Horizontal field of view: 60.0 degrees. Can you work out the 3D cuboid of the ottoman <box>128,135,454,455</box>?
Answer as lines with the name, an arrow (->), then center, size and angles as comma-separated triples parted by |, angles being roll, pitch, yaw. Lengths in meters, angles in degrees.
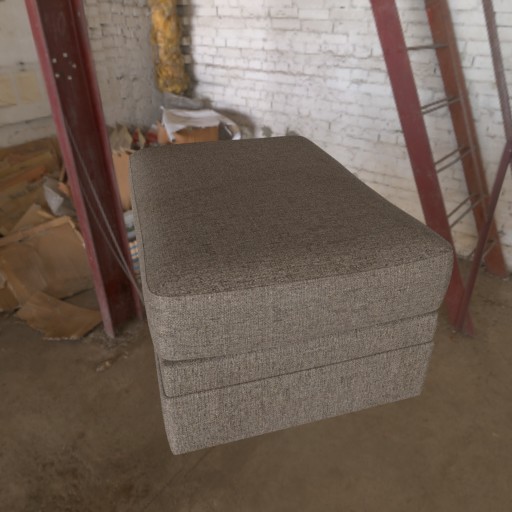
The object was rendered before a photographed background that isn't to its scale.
ottoman -> 0.000, 0.000, 1.256 | 0.637, 0.478, 0.885 | -8, 31, -14
